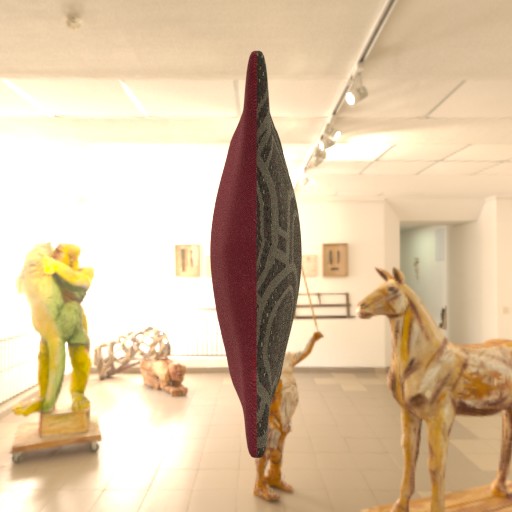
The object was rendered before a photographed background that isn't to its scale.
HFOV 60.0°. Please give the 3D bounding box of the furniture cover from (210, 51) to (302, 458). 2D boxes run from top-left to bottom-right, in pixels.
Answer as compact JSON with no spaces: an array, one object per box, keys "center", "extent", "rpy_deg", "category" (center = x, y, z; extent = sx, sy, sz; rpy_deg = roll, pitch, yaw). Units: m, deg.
[{"center":[0.000,0.000,0.804],"extent":[0.163,0.513,0.514],"rpy_deg":[0,-1,0],"category":"furniture cover"}]
